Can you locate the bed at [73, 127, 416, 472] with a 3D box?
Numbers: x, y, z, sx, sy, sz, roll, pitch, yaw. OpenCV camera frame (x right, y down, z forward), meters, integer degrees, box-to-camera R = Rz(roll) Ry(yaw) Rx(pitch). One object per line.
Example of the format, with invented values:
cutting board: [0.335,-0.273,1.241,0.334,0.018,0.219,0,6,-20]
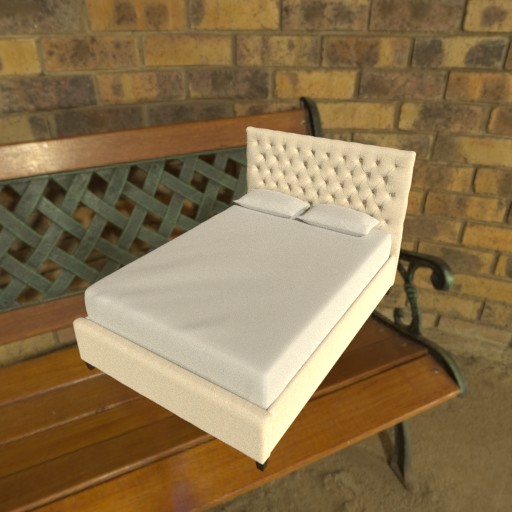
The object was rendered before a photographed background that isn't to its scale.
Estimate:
bed: [0.000,0.000,3.580,1.698,1.427,2.387,18,34,29]
